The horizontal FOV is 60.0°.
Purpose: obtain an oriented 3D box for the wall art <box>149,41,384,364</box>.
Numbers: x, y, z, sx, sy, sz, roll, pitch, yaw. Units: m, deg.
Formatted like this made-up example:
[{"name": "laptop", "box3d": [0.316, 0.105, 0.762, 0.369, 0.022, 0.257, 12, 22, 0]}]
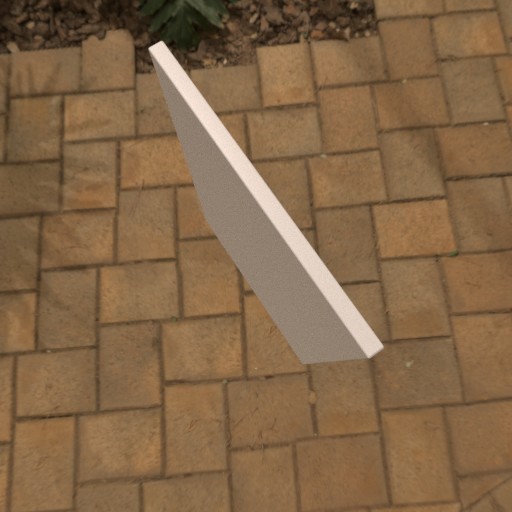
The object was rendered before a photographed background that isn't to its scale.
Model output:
[{"name": "wall art", "box3d": [0.000, 0.000, 1.014, 0.026, 0.813, 0.556, -33, 78, -8]}]
